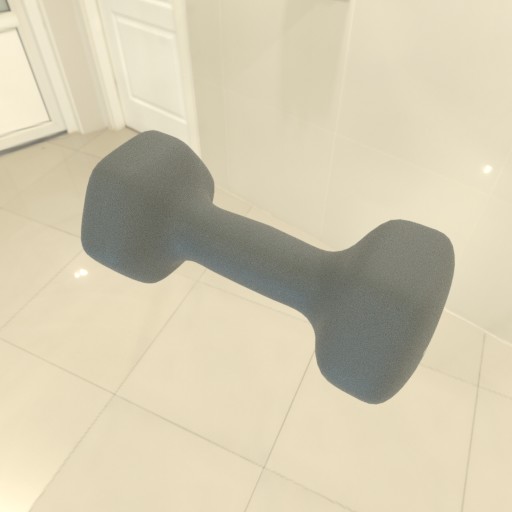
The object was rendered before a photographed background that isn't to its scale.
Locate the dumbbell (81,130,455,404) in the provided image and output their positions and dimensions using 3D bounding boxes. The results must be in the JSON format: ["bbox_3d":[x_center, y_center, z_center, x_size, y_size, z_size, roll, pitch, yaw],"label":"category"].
[{"bbox_3d":[0.000,0.000,0.230,0.184,0.081,0.090,24,51,21],"label":"dumbbell"}]
